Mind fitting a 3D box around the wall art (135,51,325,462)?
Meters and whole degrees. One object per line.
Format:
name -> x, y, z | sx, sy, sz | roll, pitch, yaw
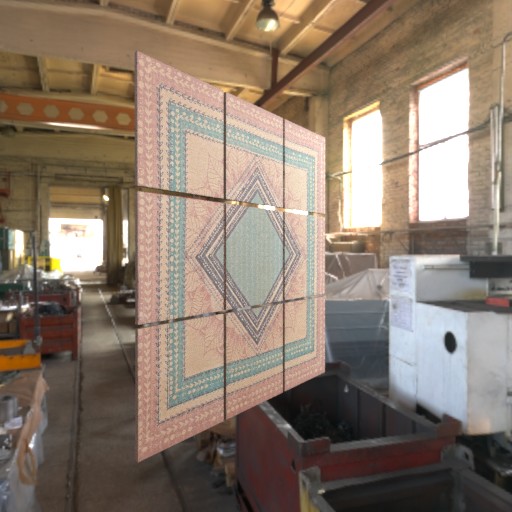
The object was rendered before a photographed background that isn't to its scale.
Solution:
wall art -> 0.000, 0.000, 2.266 | 0.014, 1.525, 1.527 | 0, 1, 36
